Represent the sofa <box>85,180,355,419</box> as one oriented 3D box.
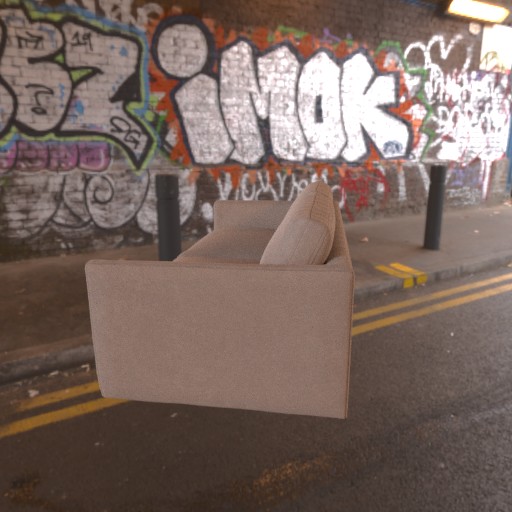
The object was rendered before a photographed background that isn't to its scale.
[{"bbox_3d":[0.000,0.000,2.838,1.090,0.838,2.588,2,14,9],"label":"sofa"}]
